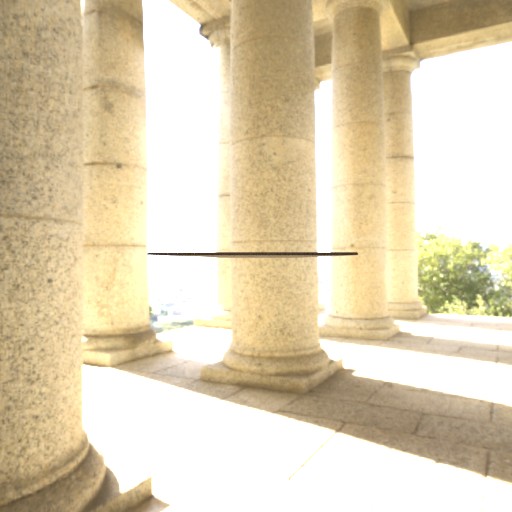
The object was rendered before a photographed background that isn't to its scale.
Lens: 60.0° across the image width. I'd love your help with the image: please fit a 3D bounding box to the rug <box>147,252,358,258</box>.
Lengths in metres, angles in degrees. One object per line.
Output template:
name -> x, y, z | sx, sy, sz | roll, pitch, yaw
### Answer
rug -> 0.000, 0.000, 2.645 | 0.685, 0.013, 2.437 | 0, 0, 1
